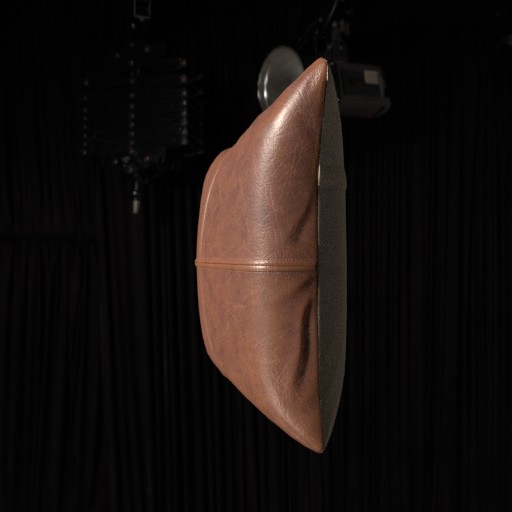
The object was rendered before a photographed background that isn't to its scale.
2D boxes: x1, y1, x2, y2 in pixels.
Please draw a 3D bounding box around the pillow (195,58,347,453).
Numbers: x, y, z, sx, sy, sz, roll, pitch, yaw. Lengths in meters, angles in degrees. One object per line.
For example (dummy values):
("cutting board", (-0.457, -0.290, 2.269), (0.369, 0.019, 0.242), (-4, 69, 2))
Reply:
("pillow", (0.000, 0.000, 0.739), (0.192, 0.470, 0.484), (0, 0, -18))
